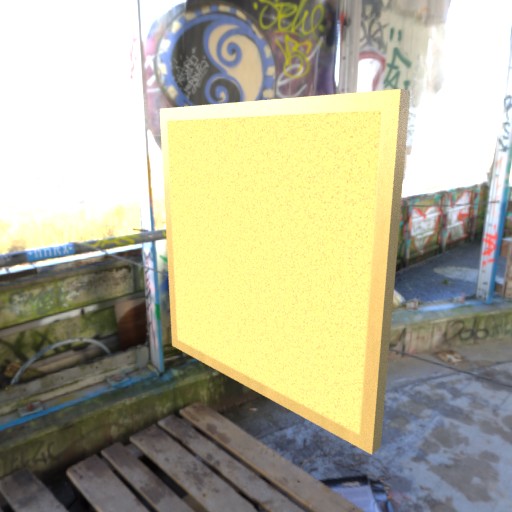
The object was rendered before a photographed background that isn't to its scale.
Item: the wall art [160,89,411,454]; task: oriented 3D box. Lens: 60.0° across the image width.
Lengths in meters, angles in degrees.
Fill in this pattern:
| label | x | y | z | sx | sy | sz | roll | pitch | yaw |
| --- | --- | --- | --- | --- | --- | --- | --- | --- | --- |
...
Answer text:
| label | x | y | z | sx | sy | sz | roll | pitch | yaw |
| --- | --- | --- | --- | --- | --- | --- | --- | --- | --- |
| wall art | 0.000 | 0.000 | 2.939 | 1.935 | 1.936 | 0.097 | 14 | 20 | 43 |
